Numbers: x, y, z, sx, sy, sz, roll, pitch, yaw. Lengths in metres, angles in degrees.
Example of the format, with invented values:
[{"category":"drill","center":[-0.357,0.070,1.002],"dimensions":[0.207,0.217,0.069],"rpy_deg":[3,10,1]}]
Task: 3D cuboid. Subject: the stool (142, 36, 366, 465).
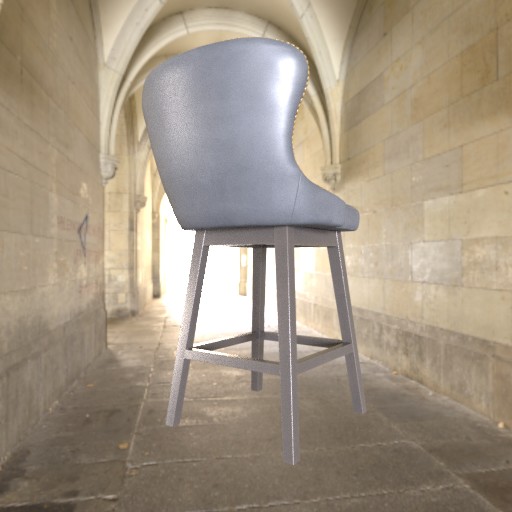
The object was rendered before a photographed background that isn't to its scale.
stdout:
[{"category":"stool","center":[0.000,0.000,1.273],"dimensions":[0.528,0.971,0.593],"rpy_deg":[0,-1,36]}]
